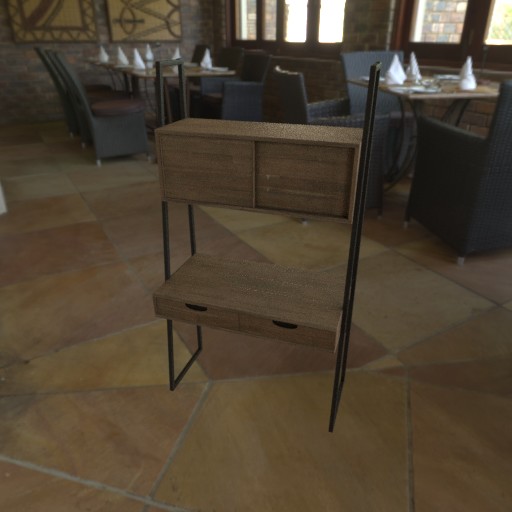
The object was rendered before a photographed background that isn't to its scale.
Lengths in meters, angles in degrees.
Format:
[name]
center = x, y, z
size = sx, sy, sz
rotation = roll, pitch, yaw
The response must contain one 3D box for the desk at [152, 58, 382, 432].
[desk]
center = 0.000, 0.000, 2.256
size = 0.982, 1.809, 0.515
rotation = 9, 28, 17
